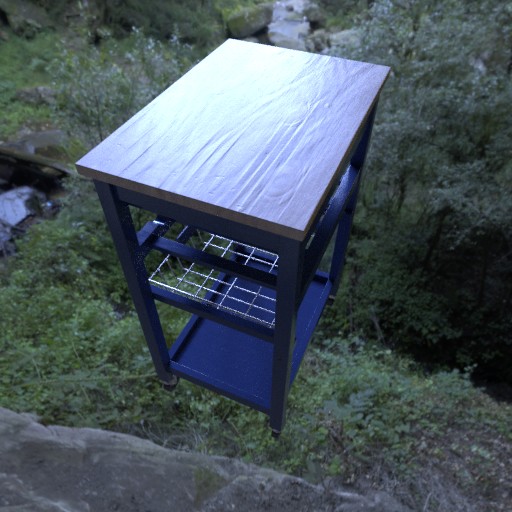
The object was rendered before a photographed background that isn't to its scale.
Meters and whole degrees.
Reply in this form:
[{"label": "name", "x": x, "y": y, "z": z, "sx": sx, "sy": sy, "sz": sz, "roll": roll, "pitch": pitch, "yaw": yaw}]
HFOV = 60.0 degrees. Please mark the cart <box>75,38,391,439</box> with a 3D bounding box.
[{"label": "cart", "x": 0.000, "y": 0.000, "z": 1.160, "sx": 0.403, "sy": 0.839, "sz": 0.584, "roll": 18, "pitch": 49, "yaw": 16}]
